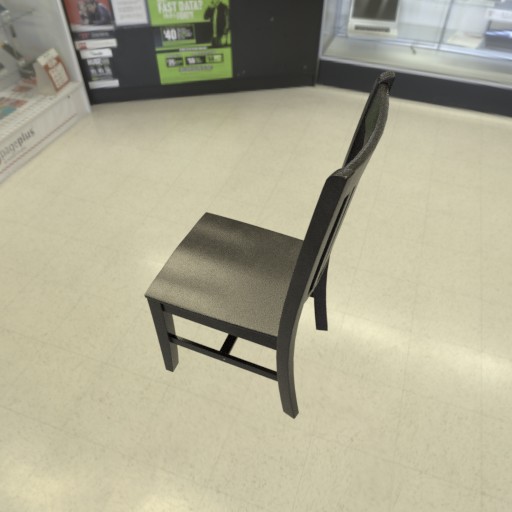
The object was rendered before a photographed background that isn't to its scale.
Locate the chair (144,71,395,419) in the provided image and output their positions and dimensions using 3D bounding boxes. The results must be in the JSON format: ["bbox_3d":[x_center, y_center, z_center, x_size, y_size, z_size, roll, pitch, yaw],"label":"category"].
[{"bbox_3d":[0.000,0.000,1.303,0.555,0.998,0.450,16,48,15],"label":"chair"}]
